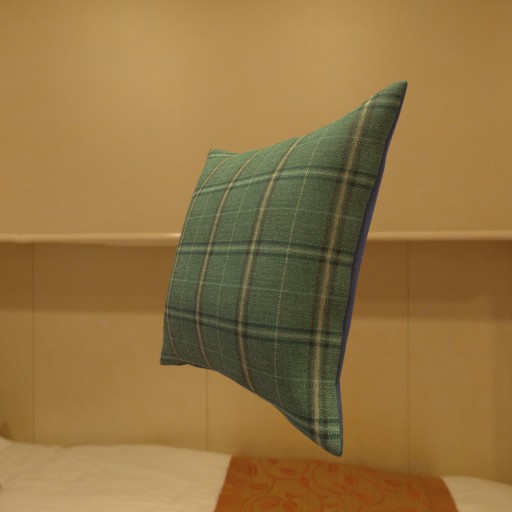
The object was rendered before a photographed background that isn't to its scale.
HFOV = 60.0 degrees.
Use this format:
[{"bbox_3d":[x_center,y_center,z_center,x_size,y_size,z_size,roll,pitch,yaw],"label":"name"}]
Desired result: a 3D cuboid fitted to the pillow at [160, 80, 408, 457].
[{"bbox_3d":[0.000,0.000,0.683,0.200,0.430,0.453,-1,1,-37],"label":"pillow"}]
